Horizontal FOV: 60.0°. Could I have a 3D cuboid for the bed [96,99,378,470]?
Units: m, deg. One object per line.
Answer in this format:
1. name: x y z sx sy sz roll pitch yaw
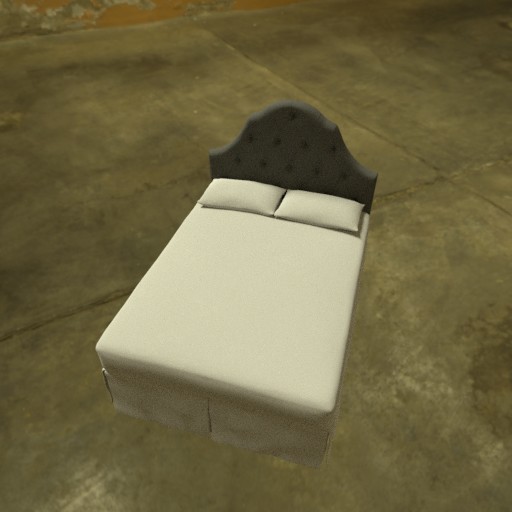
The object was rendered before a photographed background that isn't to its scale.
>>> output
1. bed: 0.000 0.000 3.315 1.636 1.575 2.155 11 42 13
